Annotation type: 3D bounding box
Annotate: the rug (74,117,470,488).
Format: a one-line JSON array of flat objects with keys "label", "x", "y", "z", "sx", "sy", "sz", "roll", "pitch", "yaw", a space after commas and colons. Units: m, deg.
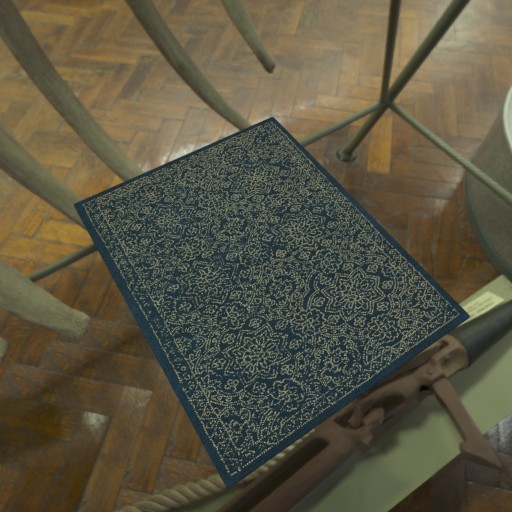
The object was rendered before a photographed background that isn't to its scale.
[{"label": "rug", "x": 0.000, "y": 0.000, "z": 4.147, "sx": 2.438, "sy": 0.010, "sz": 3.048, "roll": -29, "pitch": 62, "yaw": -17}]
